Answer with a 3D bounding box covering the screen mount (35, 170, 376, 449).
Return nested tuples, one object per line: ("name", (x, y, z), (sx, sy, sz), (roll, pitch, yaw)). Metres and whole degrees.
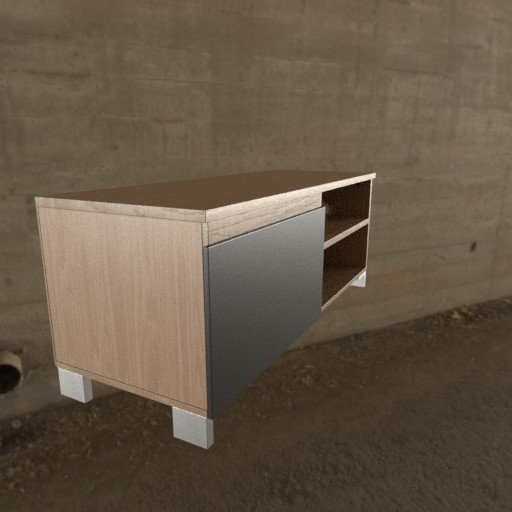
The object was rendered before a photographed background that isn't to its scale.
("screen mount", (0.000, 0.000, 1.289), (0.406, 0.432, 1.084), (7, 16, 27))
